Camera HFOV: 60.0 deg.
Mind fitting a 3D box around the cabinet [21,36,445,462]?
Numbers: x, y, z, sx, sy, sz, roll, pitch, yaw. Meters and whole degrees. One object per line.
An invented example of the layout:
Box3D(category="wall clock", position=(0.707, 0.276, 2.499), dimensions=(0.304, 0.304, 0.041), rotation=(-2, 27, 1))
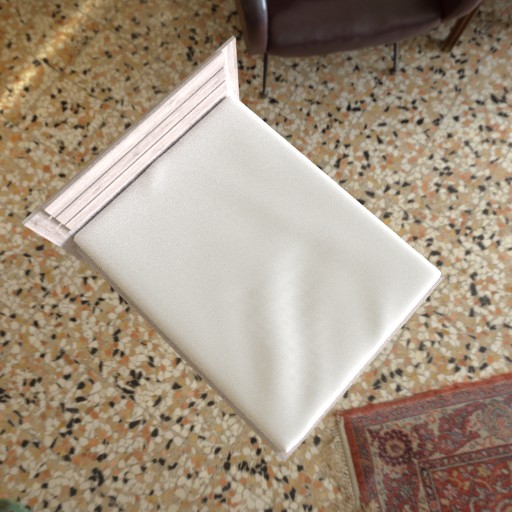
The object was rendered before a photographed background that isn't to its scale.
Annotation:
Box3D(category="cabinet", position=(0.000, 0.000, 2.995), dimensions=(2.080, 0.970, 1.750), rotation=(43, 80, 10))
